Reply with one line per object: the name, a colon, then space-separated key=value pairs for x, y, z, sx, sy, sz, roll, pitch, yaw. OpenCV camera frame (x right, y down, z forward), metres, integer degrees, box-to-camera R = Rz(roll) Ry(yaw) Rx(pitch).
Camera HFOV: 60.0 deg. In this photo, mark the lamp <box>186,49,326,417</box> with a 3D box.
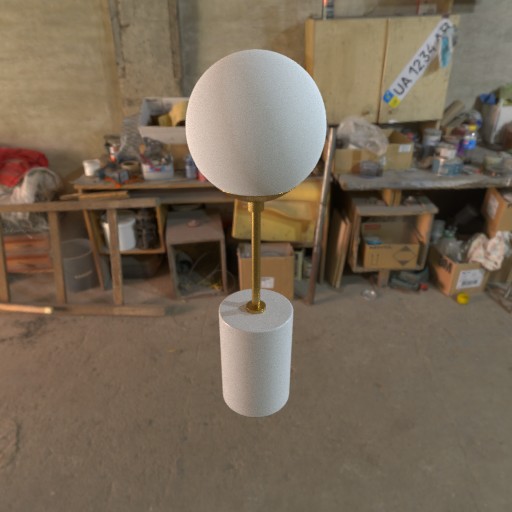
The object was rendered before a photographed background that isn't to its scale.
lamp: x=0.000 y=0.000 z=0.567 sx=0.153 sy=0.480 sz=0.153 roll=0 pitch=29 yaw=0
